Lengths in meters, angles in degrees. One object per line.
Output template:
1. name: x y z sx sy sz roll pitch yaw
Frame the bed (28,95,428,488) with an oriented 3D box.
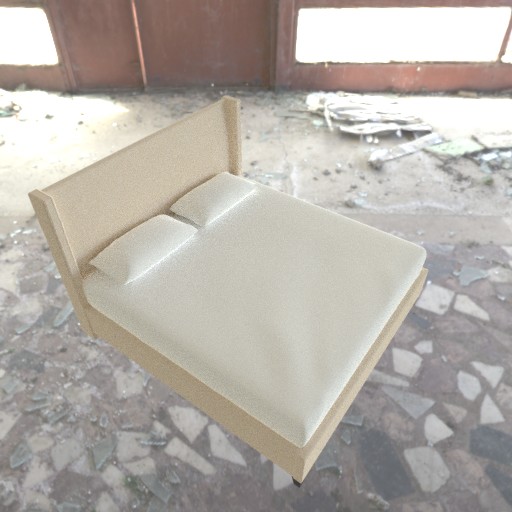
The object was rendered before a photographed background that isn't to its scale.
1. bed: 0.000 0.000 3.633 2.293 1.471 2.145 26 47 26
